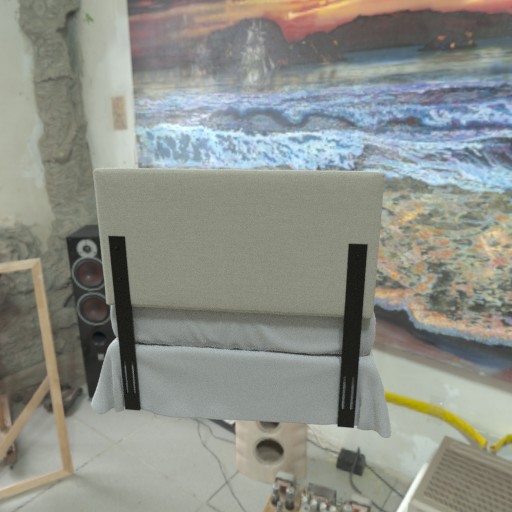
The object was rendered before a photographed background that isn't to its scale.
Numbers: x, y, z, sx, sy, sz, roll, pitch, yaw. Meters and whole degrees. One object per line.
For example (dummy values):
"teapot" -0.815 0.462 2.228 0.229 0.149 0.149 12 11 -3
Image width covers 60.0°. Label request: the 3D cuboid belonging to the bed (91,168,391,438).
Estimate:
"bed" 0.000 0.000 3.602 1.936 1.577 2.222 2 17 7
